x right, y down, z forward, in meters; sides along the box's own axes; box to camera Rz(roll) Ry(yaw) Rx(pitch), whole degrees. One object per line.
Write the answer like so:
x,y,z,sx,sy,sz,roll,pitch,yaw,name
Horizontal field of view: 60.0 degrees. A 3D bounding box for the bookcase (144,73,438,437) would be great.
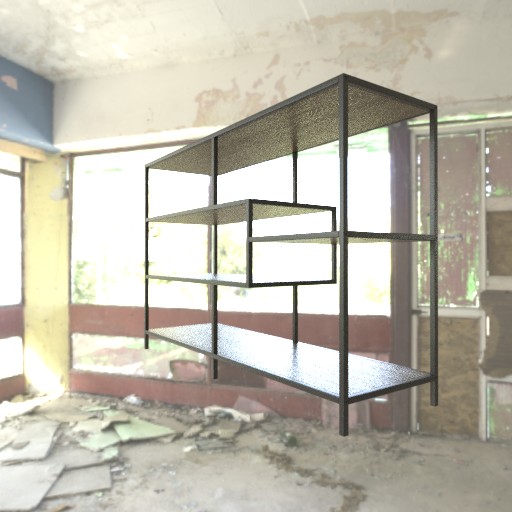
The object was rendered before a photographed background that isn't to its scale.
0.000,0.000,1.513,0.350,0.780,1.140,0,0,-35,bookcase
